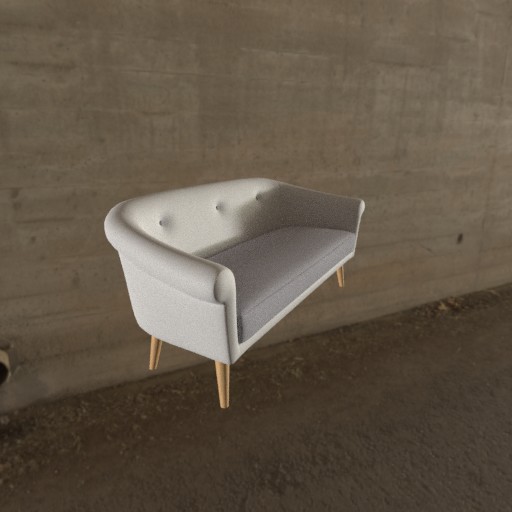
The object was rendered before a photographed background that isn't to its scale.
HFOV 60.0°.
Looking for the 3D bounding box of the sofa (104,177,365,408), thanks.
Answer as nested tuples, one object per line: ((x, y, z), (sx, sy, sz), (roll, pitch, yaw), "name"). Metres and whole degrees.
((0.000, 0.000, 2.670), (0.827, 0.795, 2.160), (7, 17, 26), "sofa")
